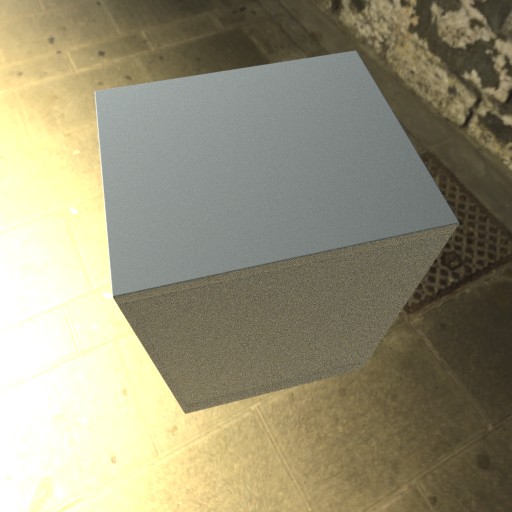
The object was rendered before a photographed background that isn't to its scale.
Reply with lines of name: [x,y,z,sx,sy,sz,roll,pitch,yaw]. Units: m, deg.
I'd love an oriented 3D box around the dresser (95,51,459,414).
dresser: [0.000,0.000,0.820,0.400,0.560,0.360,-12,59,-7]
